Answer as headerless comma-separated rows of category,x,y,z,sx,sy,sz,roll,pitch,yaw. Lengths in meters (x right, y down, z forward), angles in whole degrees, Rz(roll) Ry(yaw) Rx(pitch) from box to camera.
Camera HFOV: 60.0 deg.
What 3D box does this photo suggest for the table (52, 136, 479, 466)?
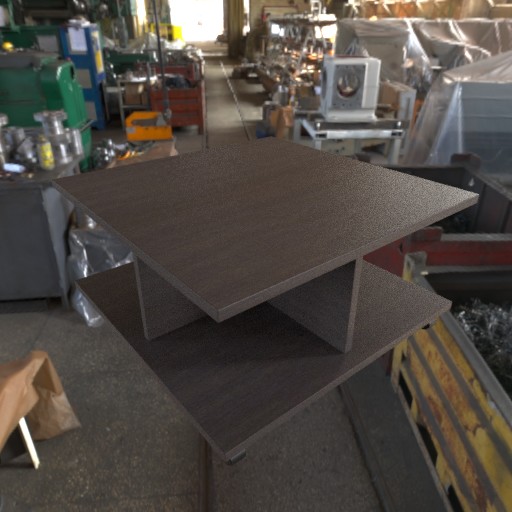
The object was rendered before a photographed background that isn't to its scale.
table,0.000,0.000,1.205,0.762,0.396,0.762,-21,35,-34
